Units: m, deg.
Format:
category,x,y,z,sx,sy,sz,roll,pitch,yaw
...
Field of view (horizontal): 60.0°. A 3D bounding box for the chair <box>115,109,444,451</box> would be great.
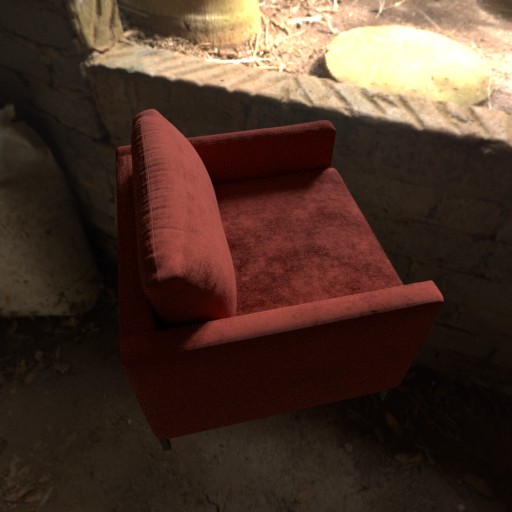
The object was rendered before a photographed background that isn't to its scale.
category,x,y,z,sx,sy,sz,roll,pitch,yaw
chair,0.000,0.000,1.573,0.875,0.812,0.964,-10,48,-9
